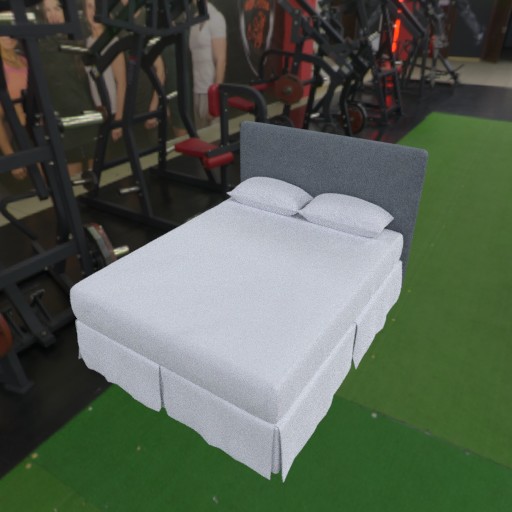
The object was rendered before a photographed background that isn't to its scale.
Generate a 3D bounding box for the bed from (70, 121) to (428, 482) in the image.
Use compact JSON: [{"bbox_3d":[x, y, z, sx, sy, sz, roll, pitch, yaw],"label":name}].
[{"bbox_3d":[0.000,0.000,3.205,1.713,1.330,2.142,18,35,28],"label":"bed"}]
